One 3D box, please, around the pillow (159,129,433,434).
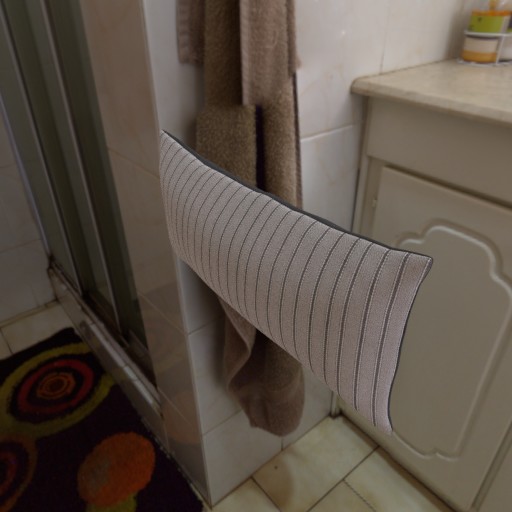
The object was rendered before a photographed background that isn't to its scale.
[{"bbox_3d":[0.000,0.000,0.743,0.151,0.305,0.609,-23,39,-31],"label":"pillow"}]
